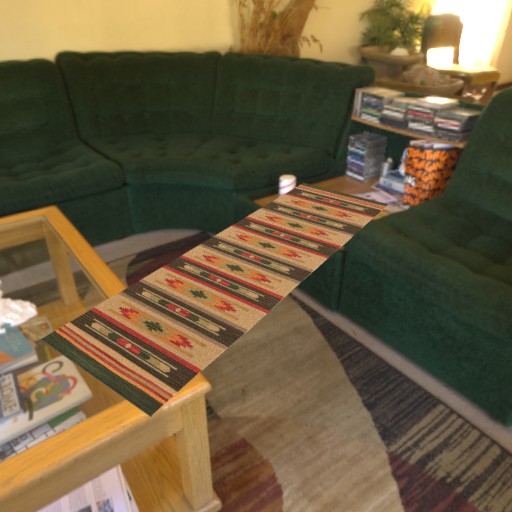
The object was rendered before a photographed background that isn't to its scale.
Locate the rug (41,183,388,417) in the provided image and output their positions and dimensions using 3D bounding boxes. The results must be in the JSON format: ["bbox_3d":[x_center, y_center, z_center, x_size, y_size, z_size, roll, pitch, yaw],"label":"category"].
[{"bbox_3d":[0.000,0.000,2.751,0.760,0.009,2.440,20,36,30],"label":"rug"}]
